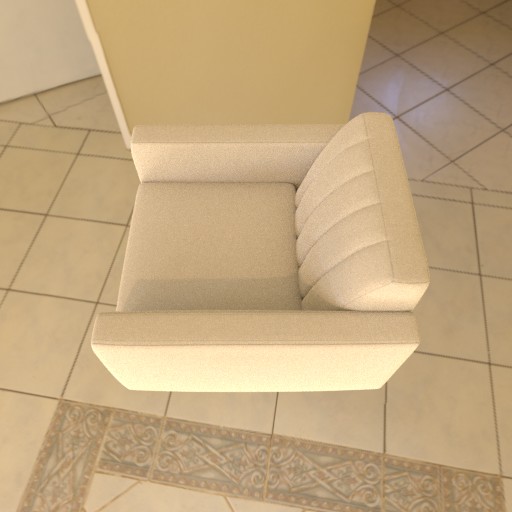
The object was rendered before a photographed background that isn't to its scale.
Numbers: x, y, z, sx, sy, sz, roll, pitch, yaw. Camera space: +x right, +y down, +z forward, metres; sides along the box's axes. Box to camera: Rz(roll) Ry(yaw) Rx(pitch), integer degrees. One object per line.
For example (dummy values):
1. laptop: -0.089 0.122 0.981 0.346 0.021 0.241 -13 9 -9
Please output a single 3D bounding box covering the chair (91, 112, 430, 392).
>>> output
1. chair: 0.000 0.000 1.703 0.998 0.819 0.953 0 59 0
